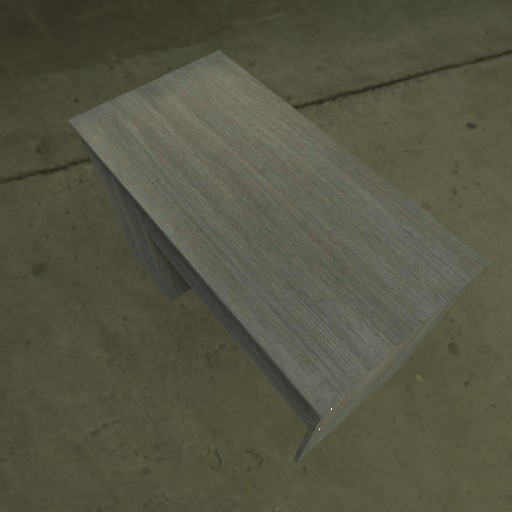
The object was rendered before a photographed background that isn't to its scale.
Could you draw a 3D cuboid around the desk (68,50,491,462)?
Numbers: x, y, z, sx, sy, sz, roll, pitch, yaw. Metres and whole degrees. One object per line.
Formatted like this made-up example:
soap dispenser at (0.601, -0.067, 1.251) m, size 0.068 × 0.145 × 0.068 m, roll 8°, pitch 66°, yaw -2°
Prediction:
desk at (0.000, 0.000, 1.498) m, size 0.560 × 0.730 × 1.096 m, roll -34°, pitch 64°, yaw -20°
